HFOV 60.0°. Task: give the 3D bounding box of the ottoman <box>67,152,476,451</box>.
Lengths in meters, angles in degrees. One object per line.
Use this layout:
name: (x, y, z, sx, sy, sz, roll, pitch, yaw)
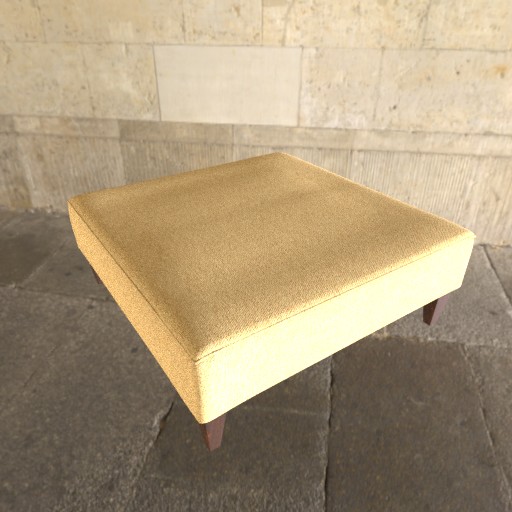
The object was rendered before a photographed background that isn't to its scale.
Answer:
ottoman: (0.000, 0.000, 1.525, 0.970, 0.378, 0.981, -19, 36, -29)
